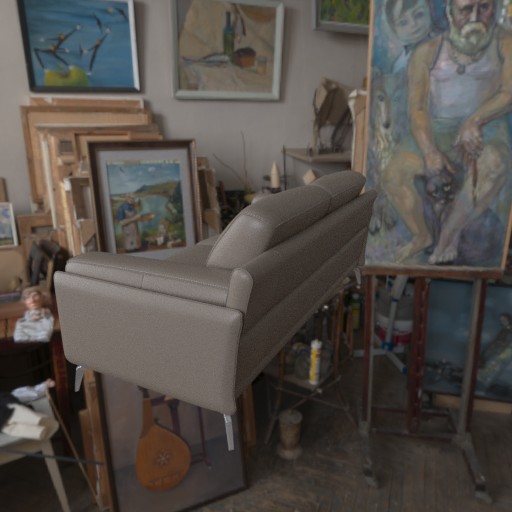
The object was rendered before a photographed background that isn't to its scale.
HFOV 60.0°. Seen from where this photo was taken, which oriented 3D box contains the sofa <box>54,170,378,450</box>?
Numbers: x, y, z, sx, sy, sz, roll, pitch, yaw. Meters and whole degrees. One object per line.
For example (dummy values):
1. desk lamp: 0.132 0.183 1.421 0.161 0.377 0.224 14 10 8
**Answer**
1. sofa: 0.000 0.000 2.623 1.049 0.930 2.101 9 19 25
